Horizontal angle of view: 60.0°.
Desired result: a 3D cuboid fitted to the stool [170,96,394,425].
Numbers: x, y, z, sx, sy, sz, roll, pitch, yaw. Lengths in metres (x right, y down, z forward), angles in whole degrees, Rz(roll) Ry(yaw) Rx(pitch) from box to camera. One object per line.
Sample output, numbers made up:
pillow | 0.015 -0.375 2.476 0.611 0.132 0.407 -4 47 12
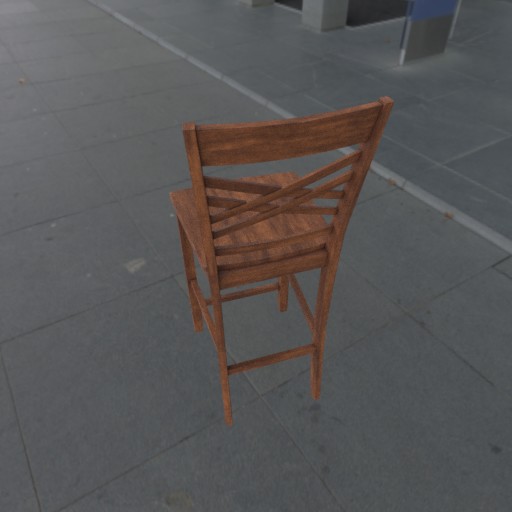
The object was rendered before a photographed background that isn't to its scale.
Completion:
stool | 0.000 0.000 1.360 0.426 1.098 0.504 -12 42 -13
